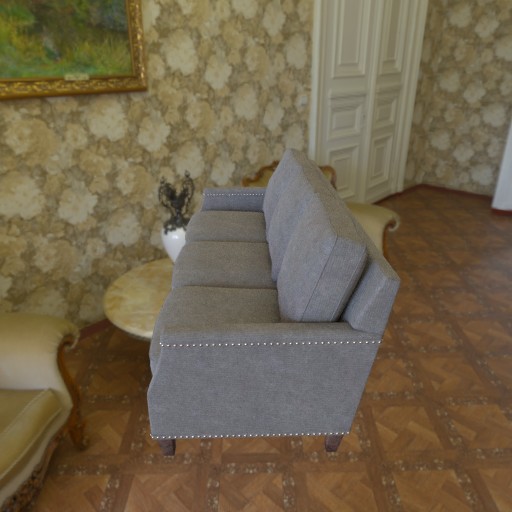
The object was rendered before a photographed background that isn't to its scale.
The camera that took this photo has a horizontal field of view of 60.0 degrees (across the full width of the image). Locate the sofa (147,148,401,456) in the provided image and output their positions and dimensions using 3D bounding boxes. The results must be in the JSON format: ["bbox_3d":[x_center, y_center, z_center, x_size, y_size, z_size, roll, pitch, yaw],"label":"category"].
[{"bbox_3d":[0.000,0.000,2.793,1.034,1.042,2.226,-1,24,-2],"label":"sofa"}]
